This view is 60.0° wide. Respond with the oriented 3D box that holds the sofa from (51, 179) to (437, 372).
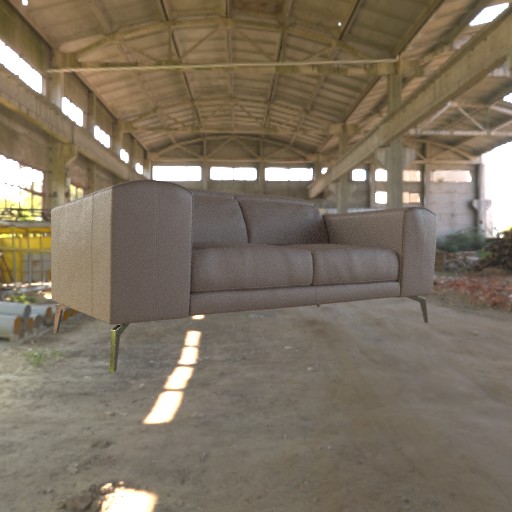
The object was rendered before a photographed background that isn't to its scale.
[{"bbox_3d":[0.000,0.000,2.397,1.895,0.779,1.003,0,0,-36],"label":"sofa"}]
